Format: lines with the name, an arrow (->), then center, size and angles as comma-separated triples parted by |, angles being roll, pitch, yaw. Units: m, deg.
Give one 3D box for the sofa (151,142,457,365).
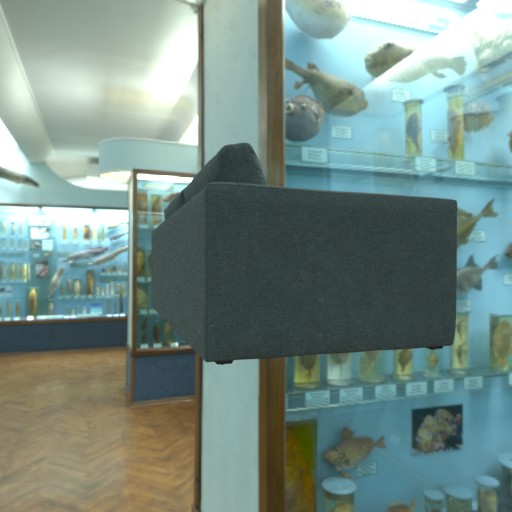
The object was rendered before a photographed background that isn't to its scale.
sofa -> 0.000, 0.000, 2.758 | 1.092, 0.838, 2.257 | 0, -1, -18
